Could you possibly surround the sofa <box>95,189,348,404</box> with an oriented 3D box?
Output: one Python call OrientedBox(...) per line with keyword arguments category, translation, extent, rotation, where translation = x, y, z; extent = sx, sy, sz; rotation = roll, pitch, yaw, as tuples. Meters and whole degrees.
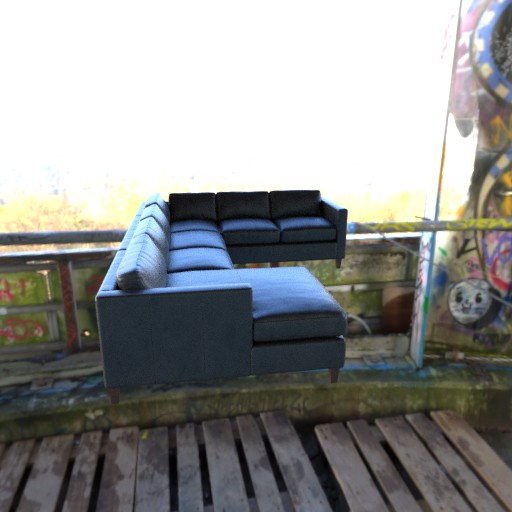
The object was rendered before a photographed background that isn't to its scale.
OrientedBox(category="sofa", translation=(0.000, 0.000, 4.404), extent=(2.452, 0.891, 3.324), rotation=(-3, 17, -9))
